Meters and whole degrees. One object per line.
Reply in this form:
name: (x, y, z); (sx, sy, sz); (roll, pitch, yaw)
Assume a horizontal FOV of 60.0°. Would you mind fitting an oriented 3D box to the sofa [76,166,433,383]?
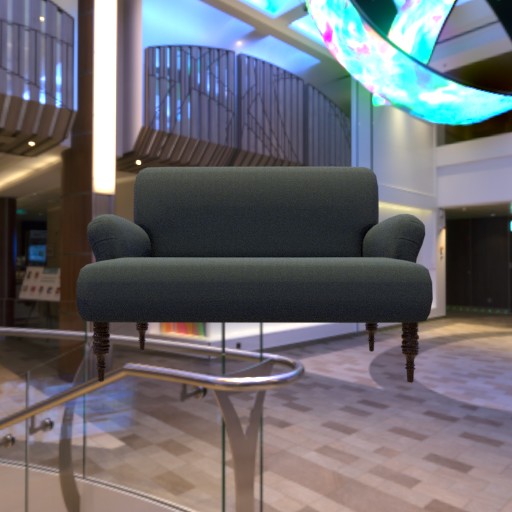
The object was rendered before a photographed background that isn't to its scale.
sofa: (0.000, 0.000, 1.854); (1.297, 0.889, 0.779); (0, -1, 1)
